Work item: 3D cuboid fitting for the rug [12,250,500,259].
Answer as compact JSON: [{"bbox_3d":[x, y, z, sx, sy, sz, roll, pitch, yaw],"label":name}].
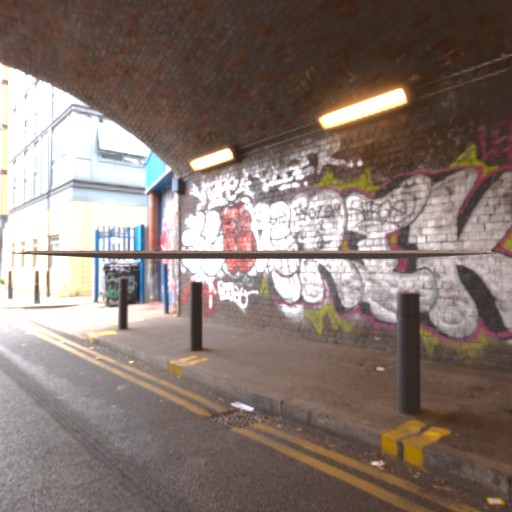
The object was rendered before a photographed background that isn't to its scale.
[{"bbox_3d":[0.000,0.000,2.261,1.847,0.014,1.230,0,-1,0],"label":"rug"}]
